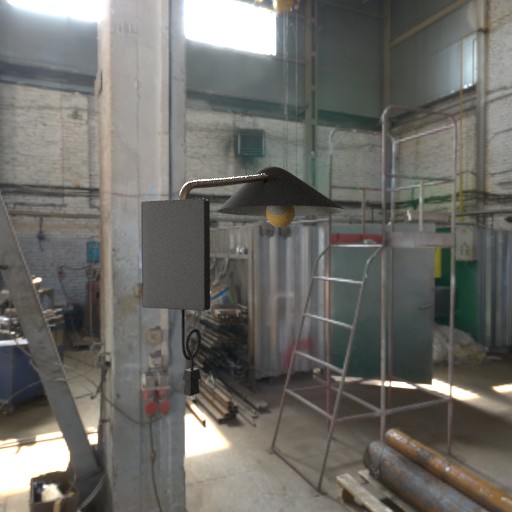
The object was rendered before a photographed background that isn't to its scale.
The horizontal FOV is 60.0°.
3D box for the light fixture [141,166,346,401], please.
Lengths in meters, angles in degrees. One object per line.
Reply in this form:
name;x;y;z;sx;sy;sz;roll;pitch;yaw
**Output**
light fixture;0.000;0.000;0.706;0.240;0.312;0.516;0;1;20
